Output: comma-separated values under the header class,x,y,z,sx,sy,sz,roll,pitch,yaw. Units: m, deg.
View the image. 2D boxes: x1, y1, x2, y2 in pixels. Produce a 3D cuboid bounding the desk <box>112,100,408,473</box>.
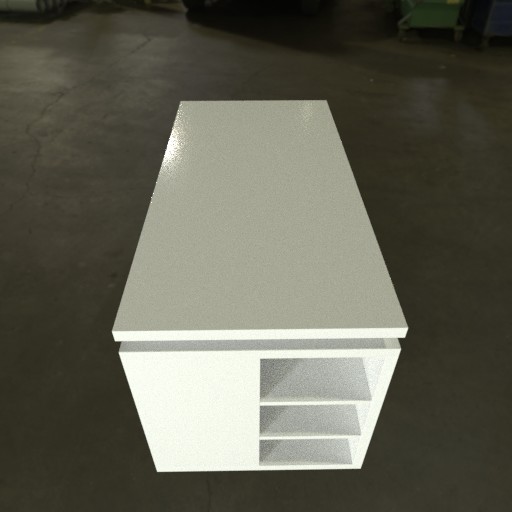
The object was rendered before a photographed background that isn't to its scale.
class,x,y,z,sx,sy,sz,roll,pitch,yaw
desk,0.000,0.000,1.804,0.690,0.740,1.400,-1,40,-1
